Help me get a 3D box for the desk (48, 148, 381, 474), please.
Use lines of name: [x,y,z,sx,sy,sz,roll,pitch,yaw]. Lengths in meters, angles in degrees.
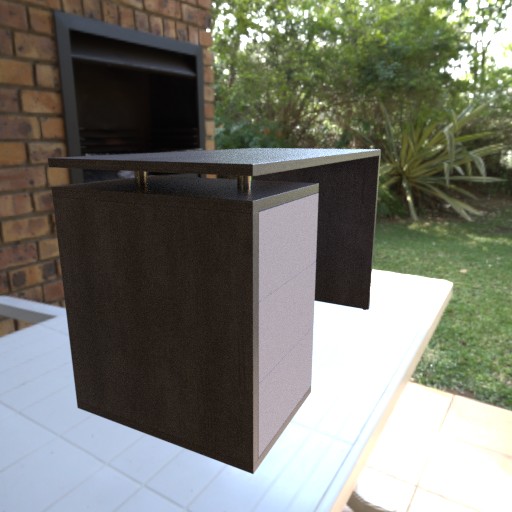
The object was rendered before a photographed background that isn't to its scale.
desk: [0.000,0.000,1.630,0.600,0.740,1.200,8,17,26]
